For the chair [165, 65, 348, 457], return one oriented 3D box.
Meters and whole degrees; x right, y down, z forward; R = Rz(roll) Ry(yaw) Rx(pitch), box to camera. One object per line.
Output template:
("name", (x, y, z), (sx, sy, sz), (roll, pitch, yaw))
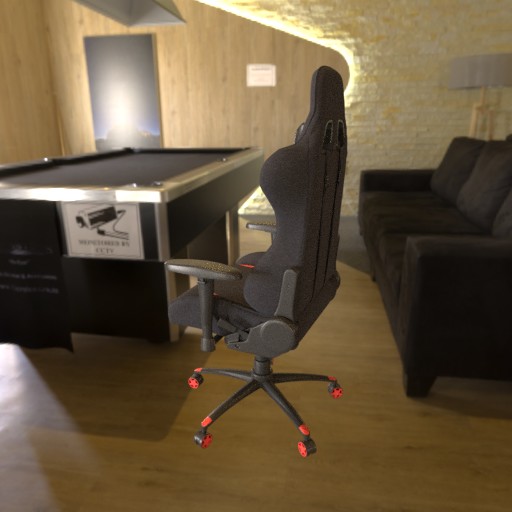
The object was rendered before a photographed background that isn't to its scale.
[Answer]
("chair", (0.000, 0.000, 1.705), (0.658, 1.326, 0.695), (8, 19, 23))
